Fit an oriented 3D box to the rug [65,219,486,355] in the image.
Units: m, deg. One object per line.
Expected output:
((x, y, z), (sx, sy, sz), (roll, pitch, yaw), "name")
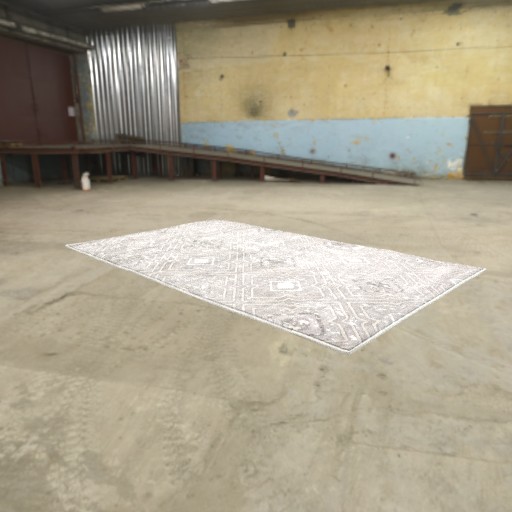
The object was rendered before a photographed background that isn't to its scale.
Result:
((0.000, 0.000, 2.994), (2.447, 0.036, 1.537), (14, 21, 42), "rug")
